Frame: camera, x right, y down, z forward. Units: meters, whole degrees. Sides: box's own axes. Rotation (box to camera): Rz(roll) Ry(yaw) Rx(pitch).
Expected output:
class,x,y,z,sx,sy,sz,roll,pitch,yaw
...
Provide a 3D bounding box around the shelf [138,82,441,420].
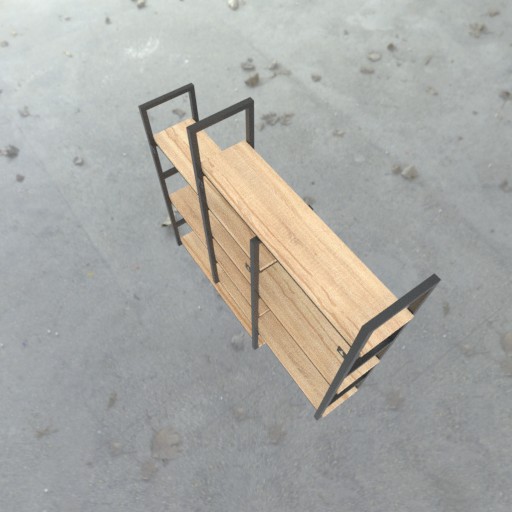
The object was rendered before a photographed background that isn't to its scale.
class,x,y,z,sx,sy,sz,roll,pitch,yaw
shelf,0.000,0.000,1.389,0.183,0.921,0.946,-31,64,-17
